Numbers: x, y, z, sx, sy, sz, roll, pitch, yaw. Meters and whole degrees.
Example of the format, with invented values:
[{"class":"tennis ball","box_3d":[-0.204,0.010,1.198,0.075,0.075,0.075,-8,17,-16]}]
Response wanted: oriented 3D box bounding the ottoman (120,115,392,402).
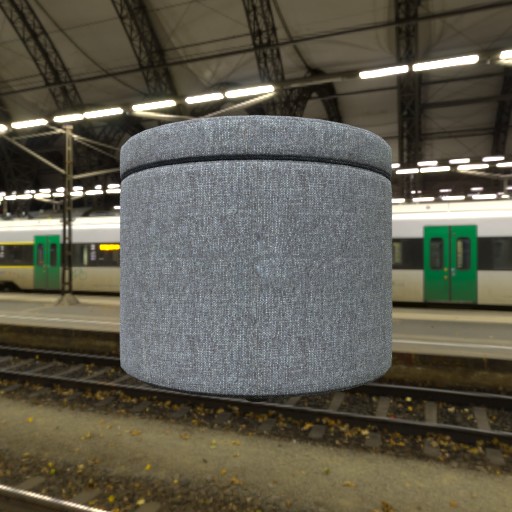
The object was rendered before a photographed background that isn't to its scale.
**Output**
[{"class":"ottoman","box_3d":[0.000,0.000,0.849,0.500,0.419,0.500,0,0,0]}]
